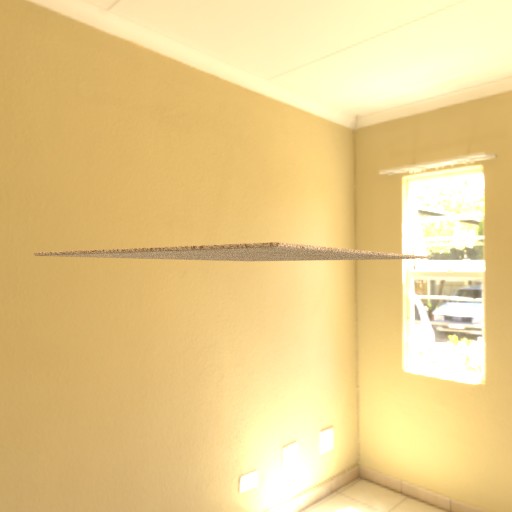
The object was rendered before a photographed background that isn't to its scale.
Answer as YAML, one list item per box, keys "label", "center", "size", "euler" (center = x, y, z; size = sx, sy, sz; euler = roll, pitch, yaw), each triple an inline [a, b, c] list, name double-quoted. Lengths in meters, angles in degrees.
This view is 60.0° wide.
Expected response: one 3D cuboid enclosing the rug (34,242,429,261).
- label: "rug"
  center: [0.000, 0.000, 4.248]
  size: [2.438, 0.029, 3.047]
  euler: [-1, -2, 36]
